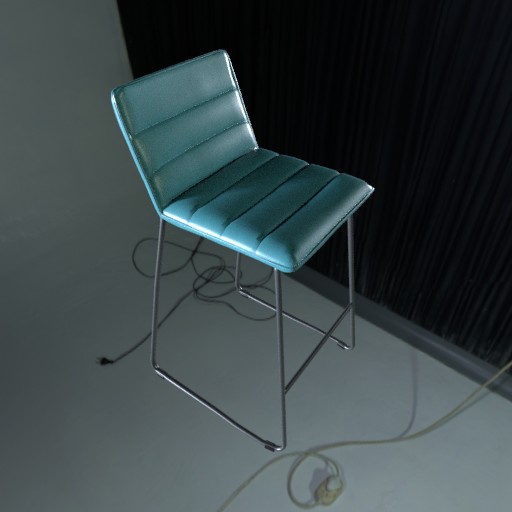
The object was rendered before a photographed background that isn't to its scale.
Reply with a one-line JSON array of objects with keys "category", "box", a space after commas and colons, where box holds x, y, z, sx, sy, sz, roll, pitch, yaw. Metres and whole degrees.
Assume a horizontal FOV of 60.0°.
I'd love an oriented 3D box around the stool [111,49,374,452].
[{"category": "stool", "box": [0.000, 0.000, 1.233, 0.524, 0.936, 0.489, 25, 46, 27]}]
